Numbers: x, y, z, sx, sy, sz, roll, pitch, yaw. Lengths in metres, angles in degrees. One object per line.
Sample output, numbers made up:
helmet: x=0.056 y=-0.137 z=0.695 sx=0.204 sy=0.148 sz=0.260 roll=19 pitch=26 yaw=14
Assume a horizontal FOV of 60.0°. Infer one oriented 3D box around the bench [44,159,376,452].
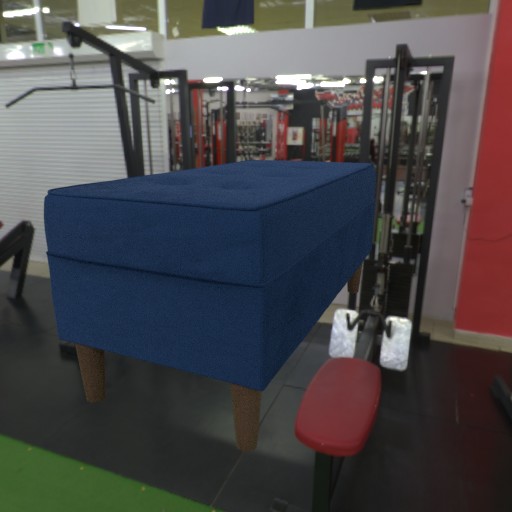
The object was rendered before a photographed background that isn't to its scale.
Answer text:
bench: x=0.000 y=0.000 z=1.257 sx=0.489 sy=0.467 sz=1.010 roll=7 pitch=18 yaw=23
